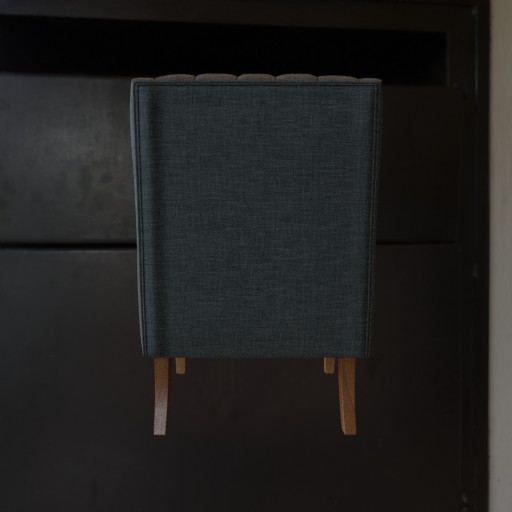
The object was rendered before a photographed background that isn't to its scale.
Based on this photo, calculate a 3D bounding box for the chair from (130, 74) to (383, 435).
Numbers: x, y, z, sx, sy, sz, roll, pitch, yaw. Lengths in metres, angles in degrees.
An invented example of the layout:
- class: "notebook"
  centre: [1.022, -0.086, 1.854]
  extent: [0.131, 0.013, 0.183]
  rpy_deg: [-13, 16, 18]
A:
- class: "chair"
  centre: [0.000, 0.000, 1.471]
  extent: [0.711, 0.953, 0.775]
  rpy_deg: [0, 1, 0]
